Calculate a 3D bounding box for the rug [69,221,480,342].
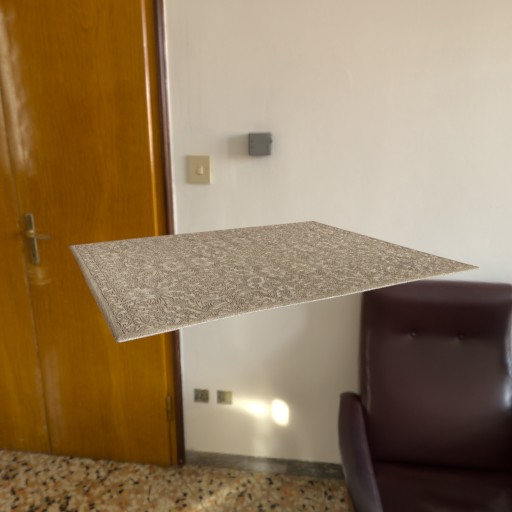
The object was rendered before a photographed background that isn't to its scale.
[{"bbox_3d":[0.000,0.000,4.133,3.017,0.035,2.472,-8,17,-27],"label":"rug"}]
